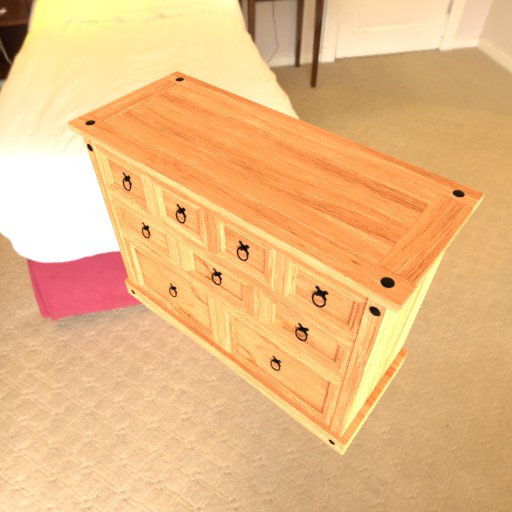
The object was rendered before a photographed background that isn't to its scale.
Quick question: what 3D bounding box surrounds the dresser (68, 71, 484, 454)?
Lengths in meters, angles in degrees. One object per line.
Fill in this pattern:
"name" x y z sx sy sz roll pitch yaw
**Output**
"dresser" 0.000 0.000 1.365 0.990 0.740 0.410 31 54 26
